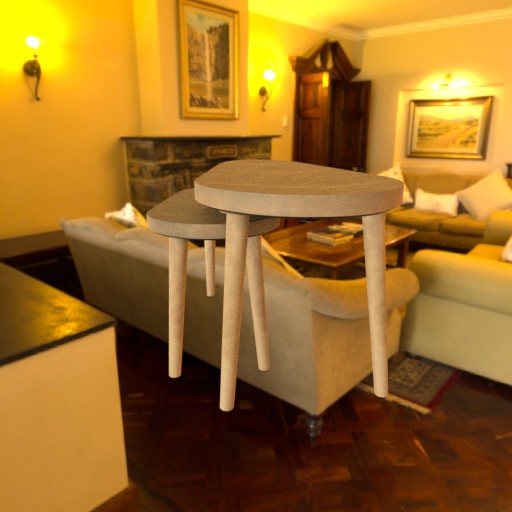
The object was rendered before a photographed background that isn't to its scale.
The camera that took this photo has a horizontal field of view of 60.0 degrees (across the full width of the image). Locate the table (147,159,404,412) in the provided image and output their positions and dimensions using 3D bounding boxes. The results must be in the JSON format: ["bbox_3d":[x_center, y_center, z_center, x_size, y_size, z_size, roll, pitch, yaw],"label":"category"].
[{"bbox_3d":[0.000,0.000,1.568,0.701,0.595,1.190,-2,16,-8],"label":"table"}]
